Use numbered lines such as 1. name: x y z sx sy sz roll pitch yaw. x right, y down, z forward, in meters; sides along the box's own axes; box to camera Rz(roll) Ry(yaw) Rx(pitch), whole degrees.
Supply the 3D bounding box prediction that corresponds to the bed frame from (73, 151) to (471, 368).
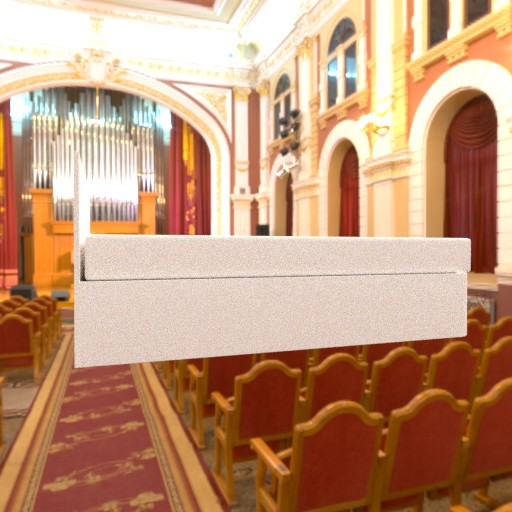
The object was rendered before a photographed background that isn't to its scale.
1. bed frame: 0.000 0.000 2.604 1.900 0.800 1.400 0 1 -19
